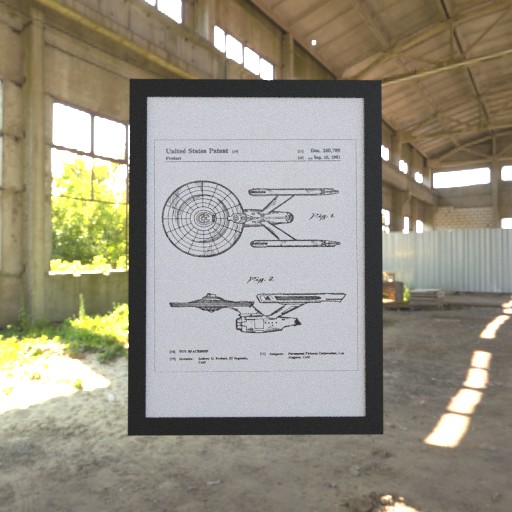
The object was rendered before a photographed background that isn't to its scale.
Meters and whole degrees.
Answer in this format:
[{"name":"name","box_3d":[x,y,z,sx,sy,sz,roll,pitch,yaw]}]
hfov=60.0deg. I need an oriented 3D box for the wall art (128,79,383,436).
[{"name":"wall art","box_3d":[0.000,0.000,0.665,0.379,0.530,0.008,0,-1,-1]}]
